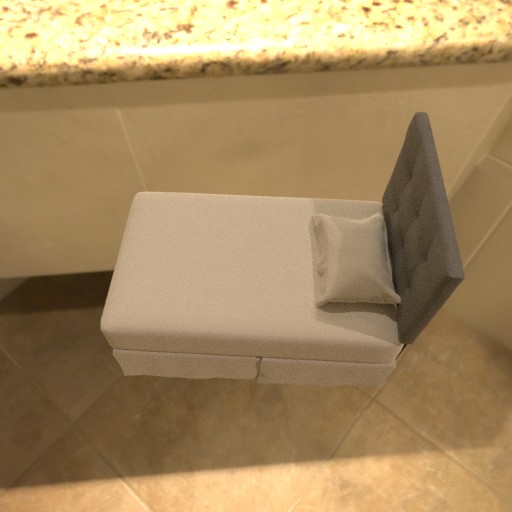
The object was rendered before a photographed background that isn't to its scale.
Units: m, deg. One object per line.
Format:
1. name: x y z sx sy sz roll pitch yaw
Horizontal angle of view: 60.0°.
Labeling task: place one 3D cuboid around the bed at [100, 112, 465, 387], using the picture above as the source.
1. bed: 0.000 0.000 2.989 1.997 1.571 1.261 3 58 2
